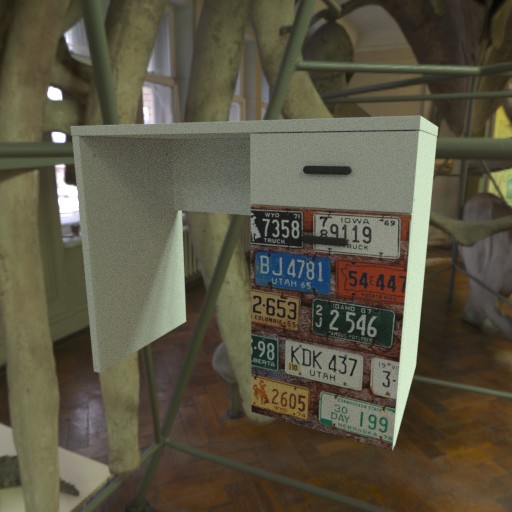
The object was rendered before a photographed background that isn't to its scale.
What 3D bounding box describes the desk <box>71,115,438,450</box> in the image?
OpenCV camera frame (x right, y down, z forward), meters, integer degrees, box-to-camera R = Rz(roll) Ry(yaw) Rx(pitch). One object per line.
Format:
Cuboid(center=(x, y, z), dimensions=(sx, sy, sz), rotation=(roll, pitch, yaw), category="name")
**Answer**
Cuboid(center=(0.000, 0.000, 1.300), dimensions=(0.898, 0.730, 0.482), rotation=(6, 15, 25), category="desk")
